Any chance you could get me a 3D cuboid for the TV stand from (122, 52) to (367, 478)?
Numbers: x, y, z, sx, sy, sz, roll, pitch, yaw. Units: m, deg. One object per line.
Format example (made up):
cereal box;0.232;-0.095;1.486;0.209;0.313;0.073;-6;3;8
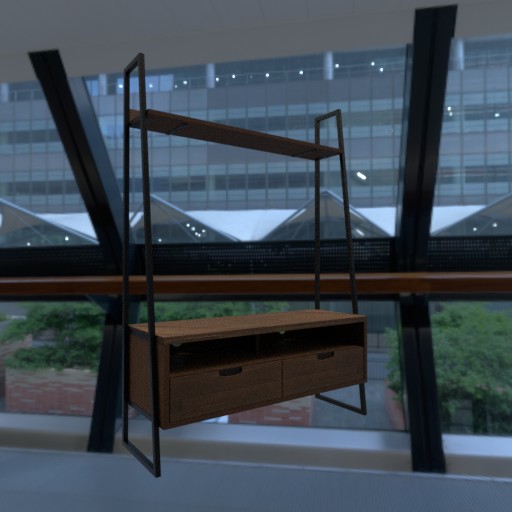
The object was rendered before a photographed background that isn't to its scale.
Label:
TV stand;0.000;0.000;2.286;1.250;1.772;0.432;1;-1;-36
